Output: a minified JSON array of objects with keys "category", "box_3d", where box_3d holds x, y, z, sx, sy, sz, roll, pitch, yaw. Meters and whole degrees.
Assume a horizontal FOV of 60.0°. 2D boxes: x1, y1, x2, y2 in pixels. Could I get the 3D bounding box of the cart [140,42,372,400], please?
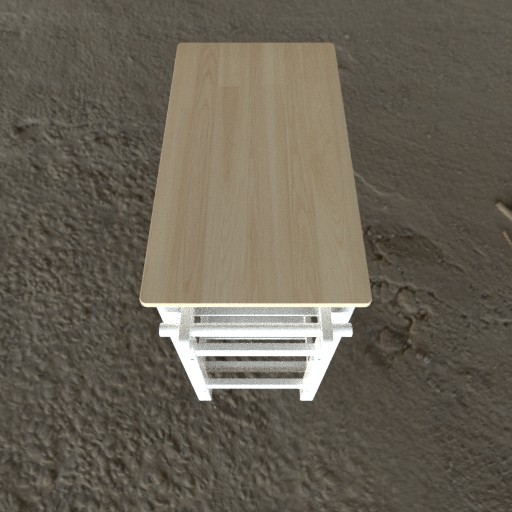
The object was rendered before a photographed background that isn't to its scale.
[{"category":"cart","box_3d":[0.000,0.000,1.461,0.457,0.927,0.899,0,59,0]}]
